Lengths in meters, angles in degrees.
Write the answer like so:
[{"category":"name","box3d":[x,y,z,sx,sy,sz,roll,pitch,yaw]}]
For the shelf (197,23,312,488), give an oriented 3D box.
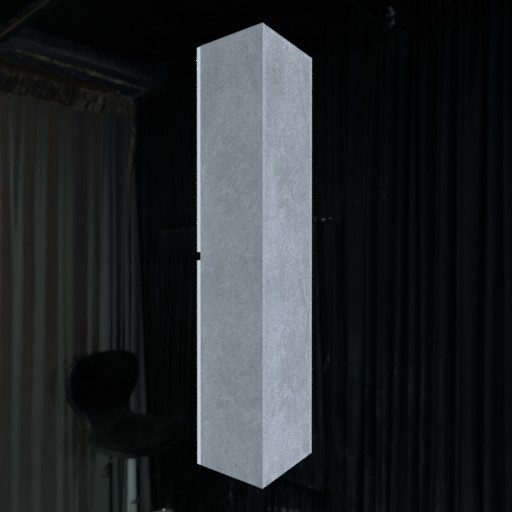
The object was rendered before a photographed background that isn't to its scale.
[{"category":"shelf","box3d":[0.000,0.000,1.533,0.270,1.400,0.300,0,0,36]}]
